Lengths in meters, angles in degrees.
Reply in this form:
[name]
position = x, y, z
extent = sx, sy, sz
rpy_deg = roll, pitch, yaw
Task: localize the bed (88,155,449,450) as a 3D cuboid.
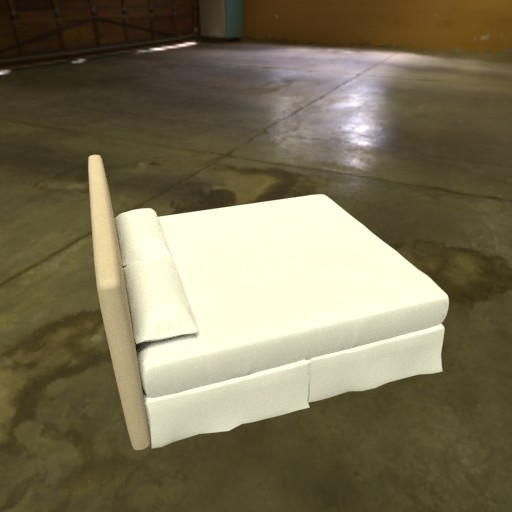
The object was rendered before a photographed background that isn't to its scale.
[bed]
position = 0.000, 0.000, 3.544
extent = 2.319, 1.317, 2.119
rpy_deg = -10, 32, -16
